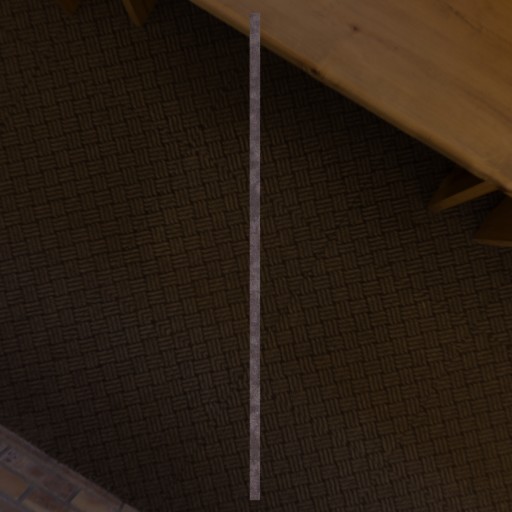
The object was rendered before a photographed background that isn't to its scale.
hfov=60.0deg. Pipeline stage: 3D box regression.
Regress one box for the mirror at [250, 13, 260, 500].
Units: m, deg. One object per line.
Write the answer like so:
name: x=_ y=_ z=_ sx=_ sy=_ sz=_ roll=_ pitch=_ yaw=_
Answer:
mirror: x=0.000 y=0.000 z=1.401 sx=0.022 sy=0.795 sz=1.101 roll=0 pitch=91 yaw=0
